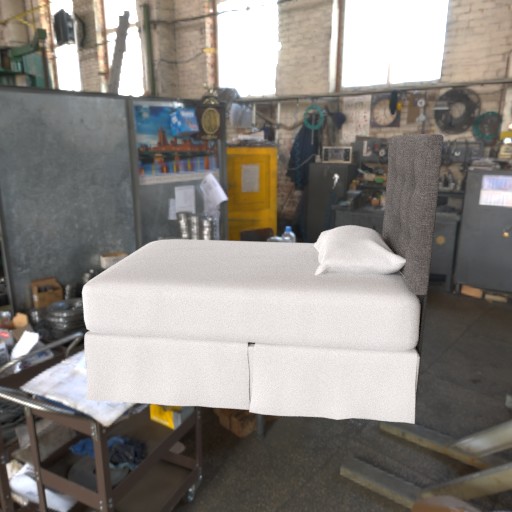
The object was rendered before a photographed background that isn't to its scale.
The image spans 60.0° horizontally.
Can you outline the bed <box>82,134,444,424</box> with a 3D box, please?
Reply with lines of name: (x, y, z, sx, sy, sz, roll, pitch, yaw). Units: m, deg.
bed: (0.000, 0.000, 2.976, 1.997, 1.571, 1.261, 2, 15, 7)
